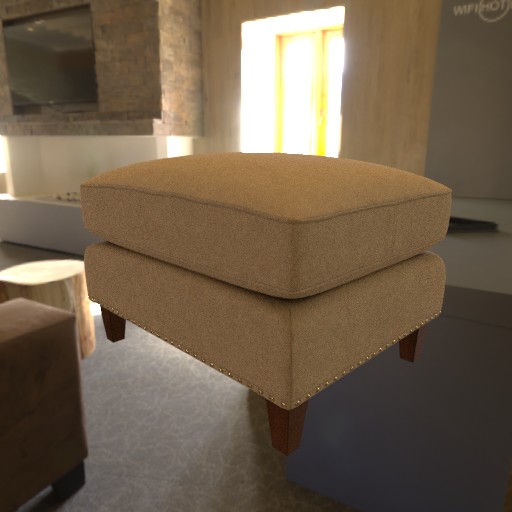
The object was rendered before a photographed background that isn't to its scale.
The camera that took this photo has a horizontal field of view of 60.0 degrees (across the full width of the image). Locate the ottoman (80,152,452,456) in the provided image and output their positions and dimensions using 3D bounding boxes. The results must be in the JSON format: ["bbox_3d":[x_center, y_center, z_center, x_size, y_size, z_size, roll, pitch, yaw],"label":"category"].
[{"bbox_3d":[0.000,0.000,1.123,0.584,0.513,0.741,-14,21,-43],"label":"ottoman"}]
